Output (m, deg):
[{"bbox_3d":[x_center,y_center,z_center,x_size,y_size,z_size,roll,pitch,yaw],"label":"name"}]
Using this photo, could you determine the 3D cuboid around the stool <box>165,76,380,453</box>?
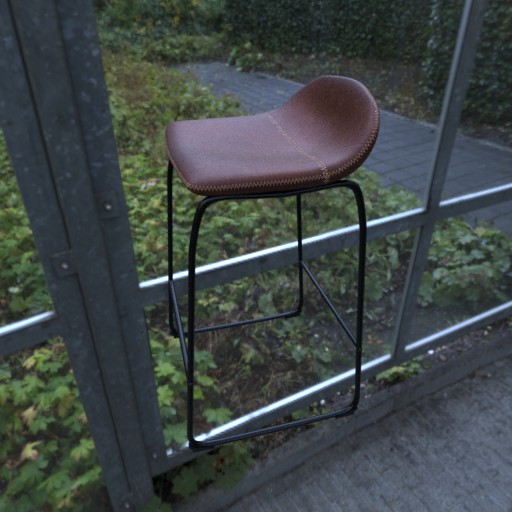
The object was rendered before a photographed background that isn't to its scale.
[{"bbox_3d":[0.000,0.000,1.137,0.473,0.830,0.454,-8,33,-13],"label":"stool"}]
